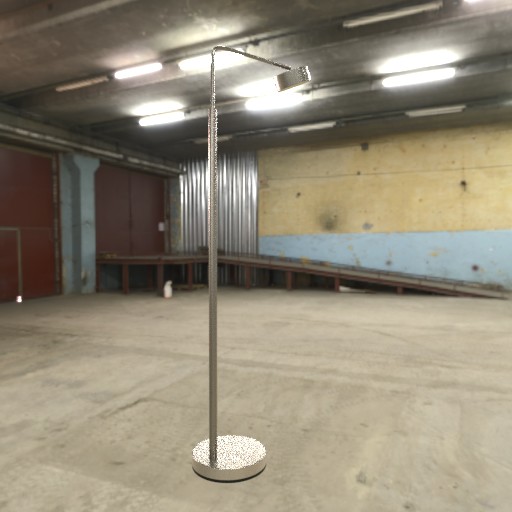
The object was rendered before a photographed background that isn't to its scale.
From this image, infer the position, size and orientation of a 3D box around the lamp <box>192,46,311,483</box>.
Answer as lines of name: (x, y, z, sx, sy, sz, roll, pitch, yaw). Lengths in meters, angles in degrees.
lamp: (0.000, 0.000, 1.383, 0.421, 1.250, 0.222, -1, 1, -36)
